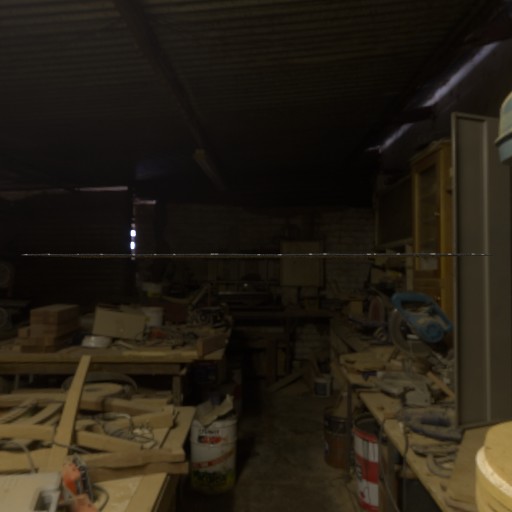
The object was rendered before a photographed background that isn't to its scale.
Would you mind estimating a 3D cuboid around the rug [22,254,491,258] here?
[{"bbox_3d":[0.000,0.000,2.698,2.476,0.010,0.807,0,-1,1],"label":"rug"}]
